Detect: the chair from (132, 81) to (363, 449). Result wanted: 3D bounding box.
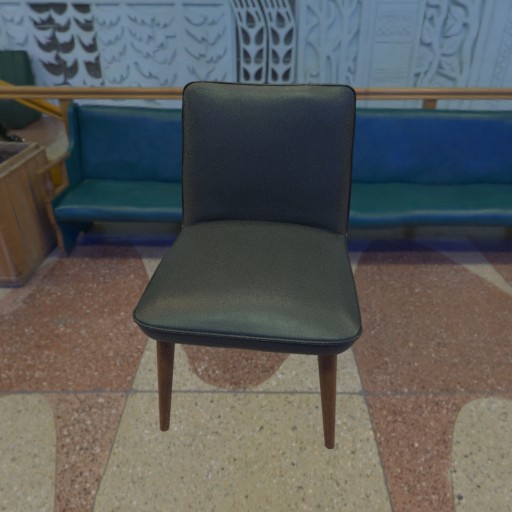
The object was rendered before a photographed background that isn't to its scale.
[{"bbox_3d":[0.000,0.000,1.194,0.543,0.801,0.645,1,30,2],"label":"chair"}]
